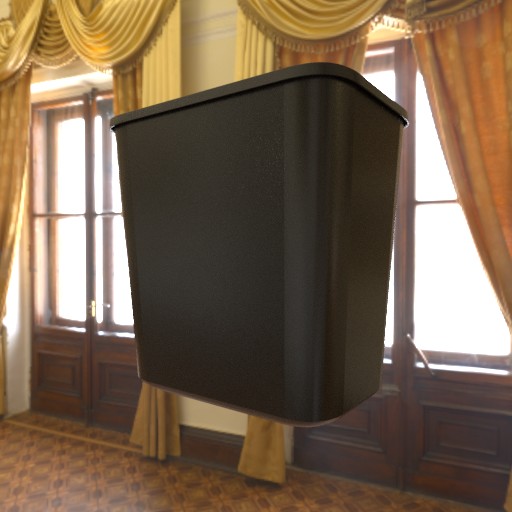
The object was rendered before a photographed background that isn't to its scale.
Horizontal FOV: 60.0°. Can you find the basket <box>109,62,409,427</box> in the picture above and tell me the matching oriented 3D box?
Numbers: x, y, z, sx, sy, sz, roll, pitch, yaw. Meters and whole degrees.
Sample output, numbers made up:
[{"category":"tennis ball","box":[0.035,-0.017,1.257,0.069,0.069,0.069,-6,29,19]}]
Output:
[{"category":"basket","box":[0.000,0.000,0.504,0.300,0.307,0.211,1,1,36]}]
